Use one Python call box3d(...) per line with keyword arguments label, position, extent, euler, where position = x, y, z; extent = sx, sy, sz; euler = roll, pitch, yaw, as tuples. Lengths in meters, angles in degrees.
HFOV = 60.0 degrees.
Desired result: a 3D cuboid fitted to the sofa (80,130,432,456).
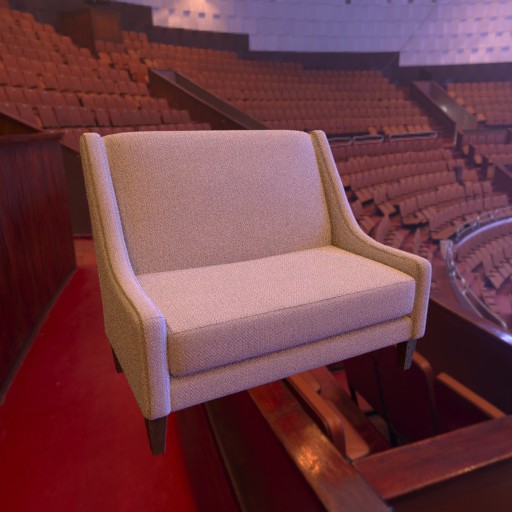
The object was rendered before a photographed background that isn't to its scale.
box3d(label="sofa", position=(0.000, 0.000, 1.899), extent=(1.242, 1.022, 0.870), euler=(-9, 19, -27))
